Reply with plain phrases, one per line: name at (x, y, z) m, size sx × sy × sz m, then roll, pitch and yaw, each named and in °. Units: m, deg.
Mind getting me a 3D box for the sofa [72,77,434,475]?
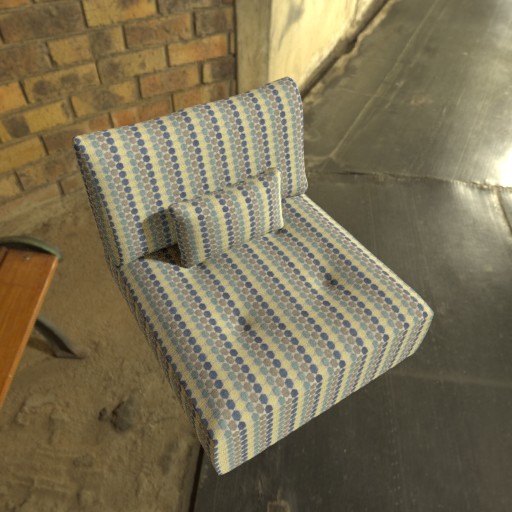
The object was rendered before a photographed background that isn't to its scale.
sofa at (0.000, 0.000, 1.659) m, size 0.930 × 0.830 × 1.000 m, roll -24°, pitch 51°, yaw -22°
